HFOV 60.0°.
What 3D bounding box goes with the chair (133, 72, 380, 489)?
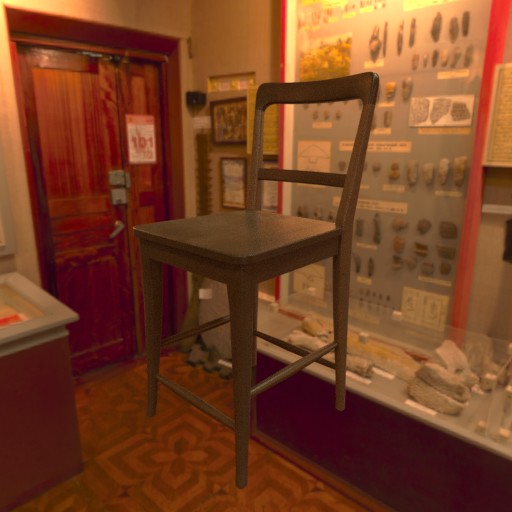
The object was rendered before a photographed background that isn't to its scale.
[{"bbox_3d":[0.000,0.000,1.268,0.450,0.991,0.546,15,21,42],"label":"chair"}]
